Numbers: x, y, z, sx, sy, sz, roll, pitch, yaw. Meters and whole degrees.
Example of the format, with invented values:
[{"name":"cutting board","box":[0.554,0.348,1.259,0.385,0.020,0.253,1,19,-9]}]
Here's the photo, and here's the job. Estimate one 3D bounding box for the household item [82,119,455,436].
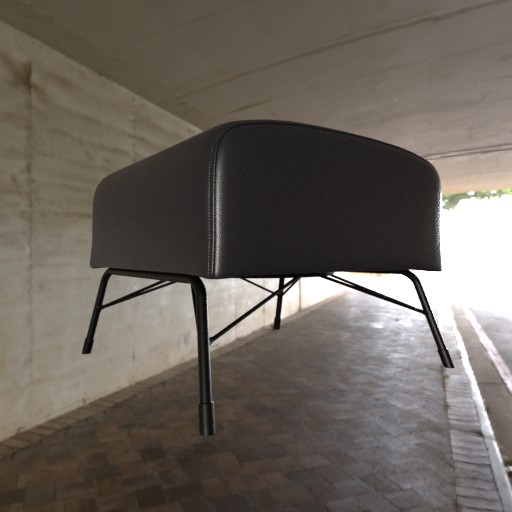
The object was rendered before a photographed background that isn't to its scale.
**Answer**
[{"name":"household item","box":[0.000,0.000,0.874,0.530,0.410,0.530,0,0,-36]}]
